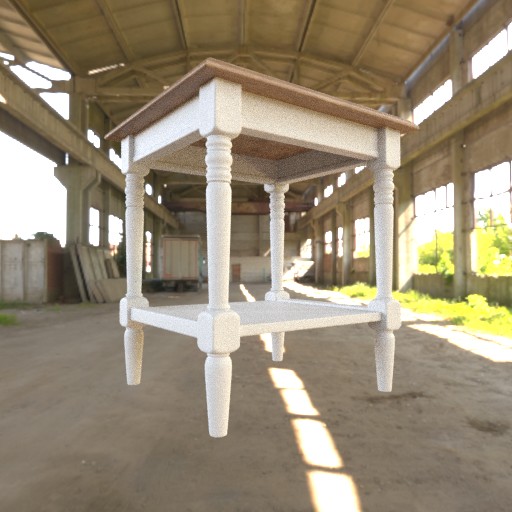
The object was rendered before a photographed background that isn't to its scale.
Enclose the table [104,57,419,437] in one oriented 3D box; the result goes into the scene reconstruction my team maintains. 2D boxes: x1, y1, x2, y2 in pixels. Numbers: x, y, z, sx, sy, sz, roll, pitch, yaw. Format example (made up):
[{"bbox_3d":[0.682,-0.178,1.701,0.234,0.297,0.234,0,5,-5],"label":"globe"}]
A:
[{"bbox_3d":[0.000,0.000,0.952,0.508,0.561,0.457,1,-2,-36],"label":"table"}]
